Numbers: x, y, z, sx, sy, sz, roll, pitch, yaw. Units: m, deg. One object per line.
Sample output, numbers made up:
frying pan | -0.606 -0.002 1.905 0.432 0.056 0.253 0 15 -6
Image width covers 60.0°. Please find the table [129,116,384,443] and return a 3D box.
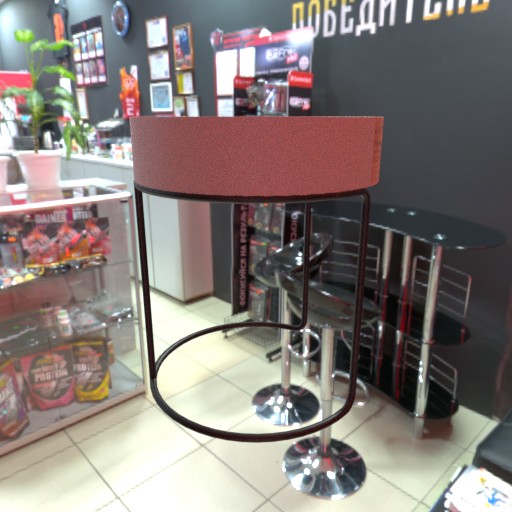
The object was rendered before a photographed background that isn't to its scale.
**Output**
table | 0.000 0.000 0.885 0.450 0.530 0.450 0 17 0
